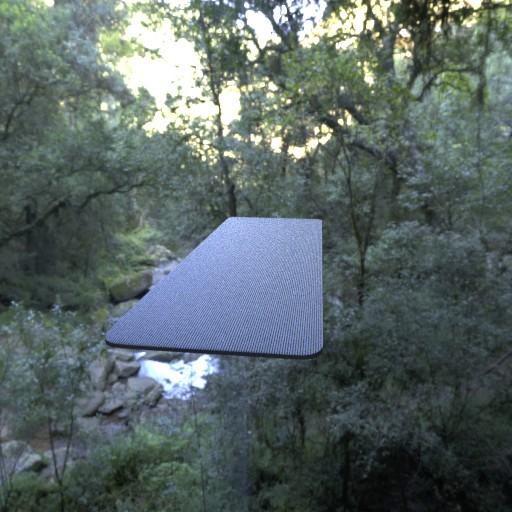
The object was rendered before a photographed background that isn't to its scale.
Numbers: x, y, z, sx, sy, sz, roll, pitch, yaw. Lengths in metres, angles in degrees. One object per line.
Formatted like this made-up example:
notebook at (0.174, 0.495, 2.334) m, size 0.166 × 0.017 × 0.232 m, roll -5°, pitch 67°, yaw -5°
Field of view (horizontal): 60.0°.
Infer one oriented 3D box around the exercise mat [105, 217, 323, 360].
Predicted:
exercise mat at (0.000, 0.000, 2.074) m, size 0.616 × 0.021 × 1.884 m, roll 2°, pitch 16°, yaw 8°
